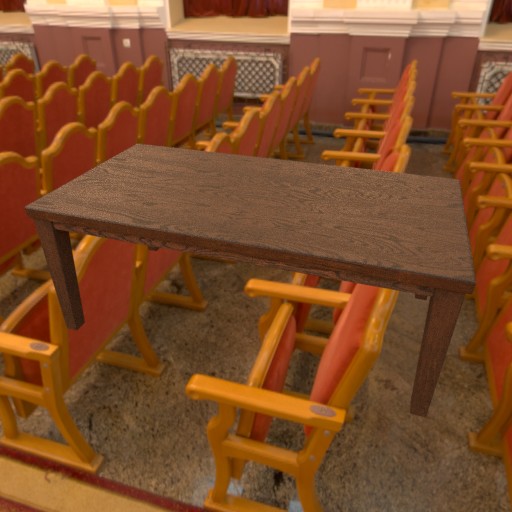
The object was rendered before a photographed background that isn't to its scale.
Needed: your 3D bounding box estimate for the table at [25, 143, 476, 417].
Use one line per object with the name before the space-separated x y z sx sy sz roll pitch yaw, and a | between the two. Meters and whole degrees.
table | 0.000 0.000 2.447 1.981 0.762 1.016 10 33 15
